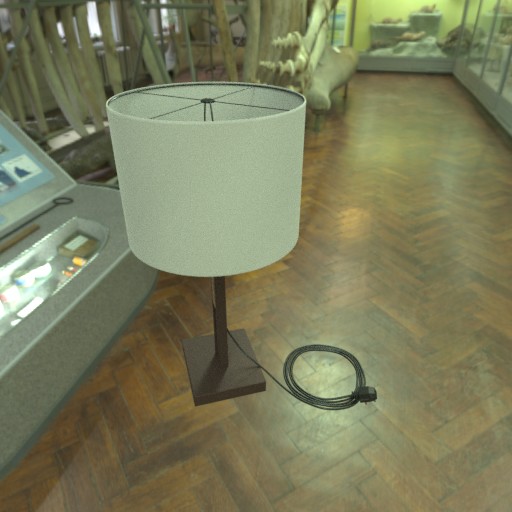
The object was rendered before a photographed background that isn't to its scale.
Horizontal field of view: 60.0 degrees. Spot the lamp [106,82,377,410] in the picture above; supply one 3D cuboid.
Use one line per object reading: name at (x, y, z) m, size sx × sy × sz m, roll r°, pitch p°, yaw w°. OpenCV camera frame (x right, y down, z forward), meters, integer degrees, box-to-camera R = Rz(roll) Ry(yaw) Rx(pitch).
lamp at (0.000, 0.000, 0.975) m, size 0.525 × 0.668 × 0.396 m, roll -8°, pitch 31°, yaw -14°
